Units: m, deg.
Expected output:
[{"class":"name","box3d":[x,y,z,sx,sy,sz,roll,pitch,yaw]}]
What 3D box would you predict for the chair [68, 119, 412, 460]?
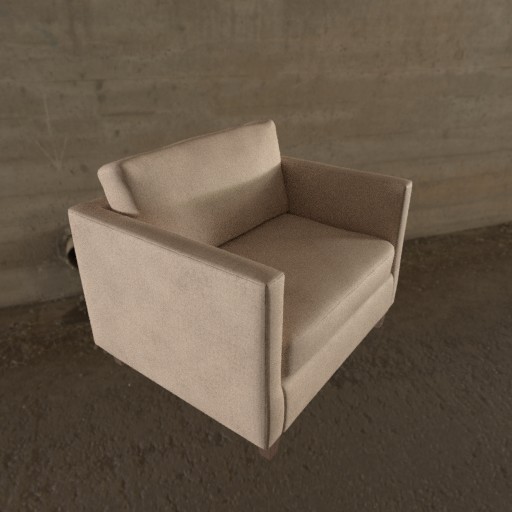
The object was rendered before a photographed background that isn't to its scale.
[{"class":"chair","box3d":[0.000,0.000,1.905,0.959,0.961,1.133,19,33,32]}]
